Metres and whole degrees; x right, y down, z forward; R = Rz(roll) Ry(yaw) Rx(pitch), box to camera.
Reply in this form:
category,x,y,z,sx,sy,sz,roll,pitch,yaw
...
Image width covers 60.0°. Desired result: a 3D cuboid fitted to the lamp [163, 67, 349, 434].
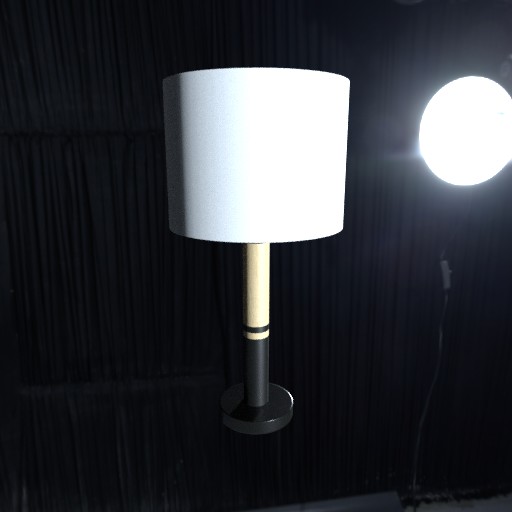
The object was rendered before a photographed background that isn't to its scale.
category,x,y,z,sx,sy,sz,roll,pitch,yaw
lamp,0.000,0.000,0.808,0.305,0.640,0.305,-2,14,-10
